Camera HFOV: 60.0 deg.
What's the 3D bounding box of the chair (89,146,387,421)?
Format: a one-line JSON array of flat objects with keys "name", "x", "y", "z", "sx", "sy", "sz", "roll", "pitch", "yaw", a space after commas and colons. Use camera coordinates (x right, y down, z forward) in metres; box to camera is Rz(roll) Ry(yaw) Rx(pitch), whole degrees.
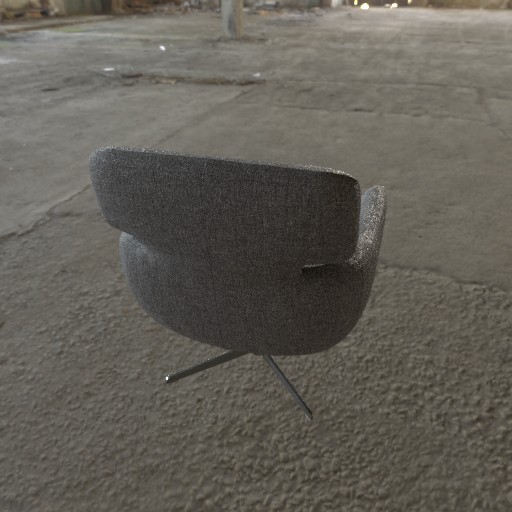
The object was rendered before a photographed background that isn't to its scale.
[{"name": "chair", "x": 0.000, "y": 0.000, "z": 1.327, "sx": 0.706, "sy": 0.812, "sz": 0.715, "roll": 9, "pitch": 33, "yaw": 15}]
